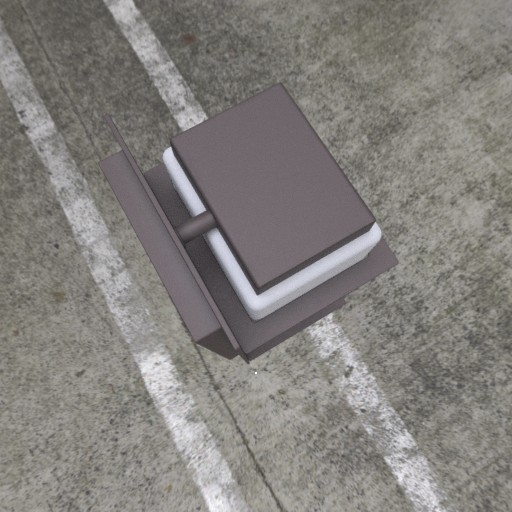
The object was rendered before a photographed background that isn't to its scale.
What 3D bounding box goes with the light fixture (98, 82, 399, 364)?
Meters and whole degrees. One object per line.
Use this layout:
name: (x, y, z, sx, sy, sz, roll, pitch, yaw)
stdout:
light fixture: (0.000, 0.000, 0.409, 0.146, 0.347, 0.153, -30, 77, -7)
